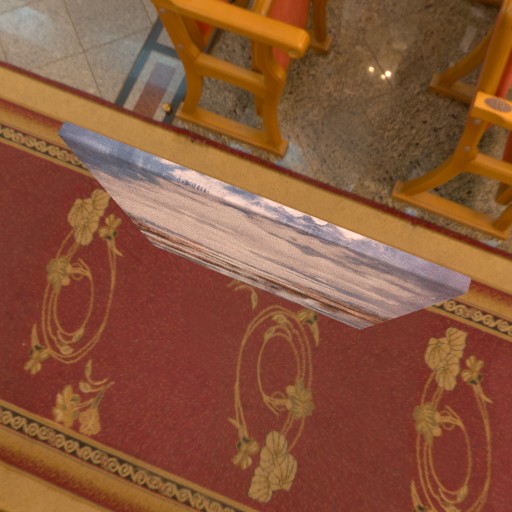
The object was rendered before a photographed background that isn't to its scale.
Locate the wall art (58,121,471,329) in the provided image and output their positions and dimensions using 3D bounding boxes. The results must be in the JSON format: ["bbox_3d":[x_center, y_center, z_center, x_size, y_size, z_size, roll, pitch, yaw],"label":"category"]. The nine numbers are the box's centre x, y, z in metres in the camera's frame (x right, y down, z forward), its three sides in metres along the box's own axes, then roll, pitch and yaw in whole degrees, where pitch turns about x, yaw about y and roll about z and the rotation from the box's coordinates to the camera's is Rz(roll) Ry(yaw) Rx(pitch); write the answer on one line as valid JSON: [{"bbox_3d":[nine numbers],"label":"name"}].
[{"bbox_3d":[0.000,0.000,1.508,1.010,1.020,0.040,22,77,5],"label":"wall art"}]
